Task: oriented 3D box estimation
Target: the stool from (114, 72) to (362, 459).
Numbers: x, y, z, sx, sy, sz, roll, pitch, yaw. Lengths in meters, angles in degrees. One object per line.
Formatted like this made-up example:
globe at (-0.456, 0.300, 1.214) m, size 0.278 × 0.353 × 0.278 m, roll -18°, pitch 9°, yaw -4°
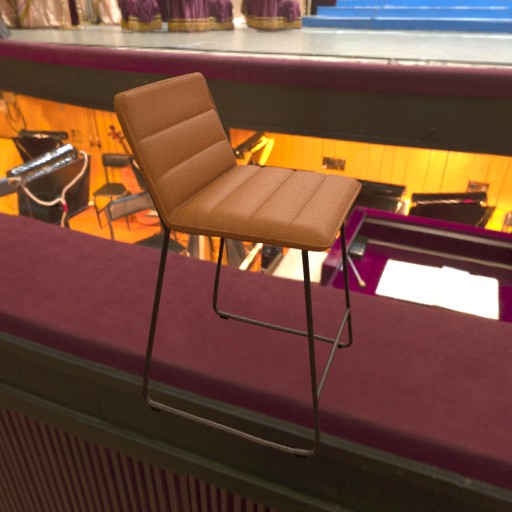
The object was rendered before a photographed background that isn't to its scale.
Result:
stool at (0.000, 0.000, 1.195) m, size 0.524 × 0.866 × 0.489 m, roll 11°, pitch 32°, yaw 18°
